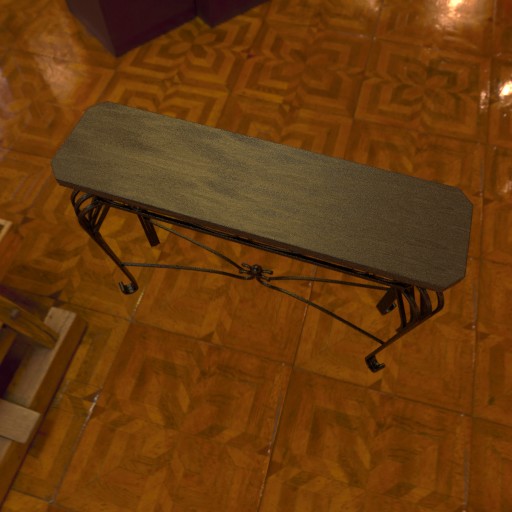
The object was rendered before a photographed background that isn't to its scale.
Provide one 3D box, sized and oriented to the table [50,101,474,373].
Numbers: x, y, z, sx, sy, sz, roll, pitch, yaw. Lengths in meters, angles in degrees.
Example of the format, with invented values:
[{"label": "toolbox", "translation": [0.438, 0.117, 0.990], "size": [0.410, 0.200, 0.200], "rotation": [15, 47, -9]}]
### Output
[{"label": "table", "translation": [0.000, 0.000, 1.490], "size": [1.112, 0.800, 0.329], "rotation": [16, 63, 8]}]
